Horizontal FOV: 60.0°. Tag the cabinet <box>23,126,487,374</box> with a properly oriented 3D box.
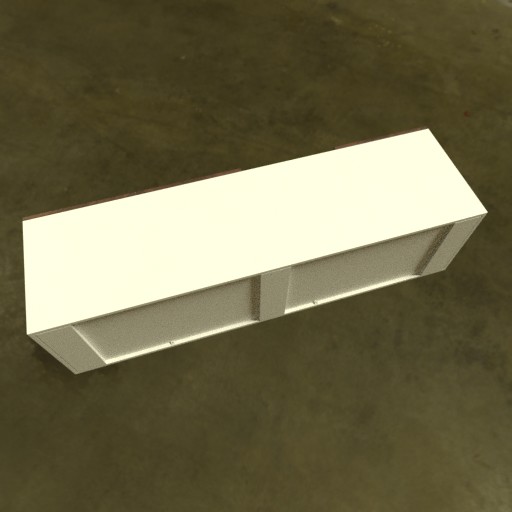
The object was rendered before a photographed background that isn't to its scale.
[{"bbox_3d":[0.000,0.000,1.714,1.499,0.533,0.431,-15,60,-9],"label":"cabinet"}]
